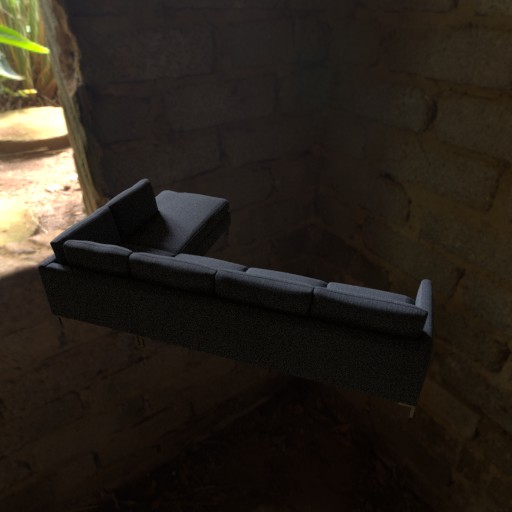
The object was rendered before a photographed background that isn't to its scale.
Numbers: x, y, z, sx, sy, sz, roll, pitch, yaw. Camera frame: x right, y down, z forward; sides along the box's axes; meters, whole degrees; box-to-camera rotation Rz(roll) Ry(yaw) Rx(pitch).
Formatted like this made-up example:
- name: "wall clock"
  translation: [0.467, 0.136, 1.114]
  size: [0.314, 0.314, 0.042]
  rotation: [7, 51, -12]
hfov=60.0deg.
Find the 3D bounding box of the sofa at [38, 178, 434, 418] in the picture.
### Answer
- name: "sofa"
  translation: [0.000, 0.000, 3.923]
  size: [2.949, 0.815, 2.007]
  rotation: [10, 33, 16]
